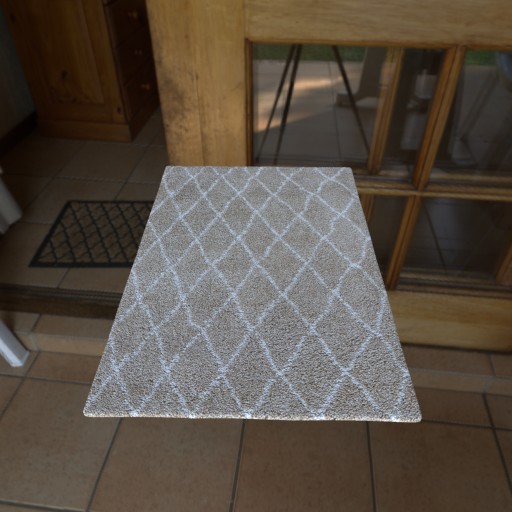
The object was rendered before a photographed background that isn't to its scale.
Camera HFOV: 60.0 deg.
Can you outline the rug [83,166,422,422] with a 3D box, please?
[{"bbox_3d":[0.000,0.000,2.259,1.219,0.030,1.778,1,41,1],"label":"rug"}]
